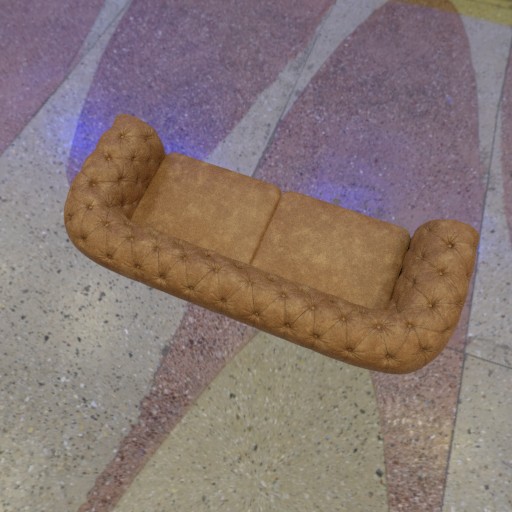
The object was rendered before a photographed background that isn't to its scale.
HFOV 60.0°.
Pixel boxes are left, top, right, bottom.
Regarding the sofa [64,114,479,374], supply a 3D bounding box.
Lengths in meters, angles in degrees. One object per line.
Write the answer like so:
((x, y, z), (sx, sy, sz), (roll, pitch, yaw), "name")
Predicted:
((0.000, 0.000, 2.748), (2.365, 0.760, 0.989), (20, 65, 10), "sofa")
